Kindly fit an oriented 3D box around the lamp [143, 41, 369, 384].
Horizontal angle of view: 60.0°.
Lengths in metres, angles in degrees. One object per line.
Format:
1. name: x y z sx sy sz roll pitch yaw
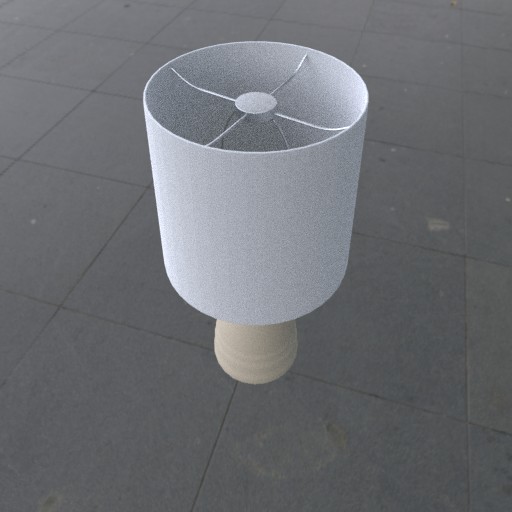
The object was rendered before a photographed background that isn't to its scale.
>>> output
1. lamp: 0.000 0.000 0.463 0.186 0.369 0.186 0 48 0
